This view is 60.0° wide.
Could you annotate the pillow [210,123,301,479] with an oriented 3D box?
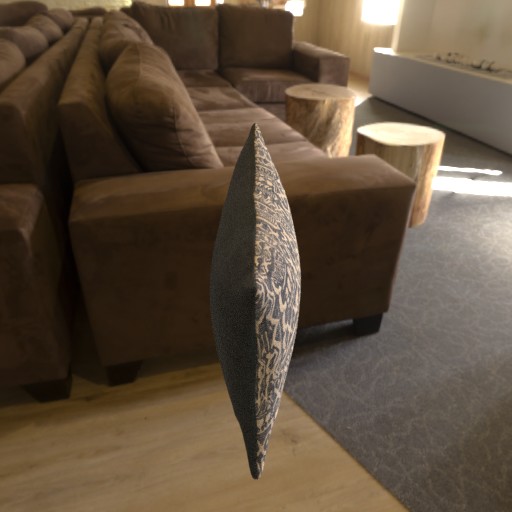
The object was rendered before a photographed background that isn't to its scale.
[{"bbox_3d":[0.000,0.000,0.761,0.148,0.292,0.631,0,31,0],"label":"pillow"}]
